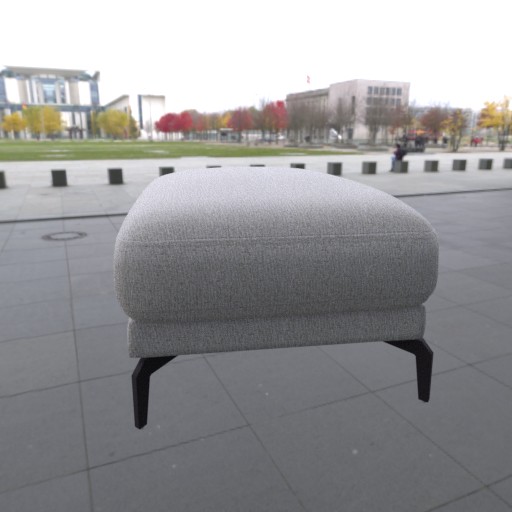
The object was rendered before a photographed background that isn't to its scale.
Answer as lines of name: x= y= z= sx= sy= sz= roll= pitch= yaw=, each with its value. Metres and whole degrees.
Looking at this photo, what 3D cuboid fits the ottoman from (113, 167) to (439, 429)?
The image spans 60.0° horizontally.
ottoman: x=0.000 y=0.000 z=1.085 sx=0.568 sy=0.420 sz=0.772 roll=-2 pitch=15 yaw=-8
